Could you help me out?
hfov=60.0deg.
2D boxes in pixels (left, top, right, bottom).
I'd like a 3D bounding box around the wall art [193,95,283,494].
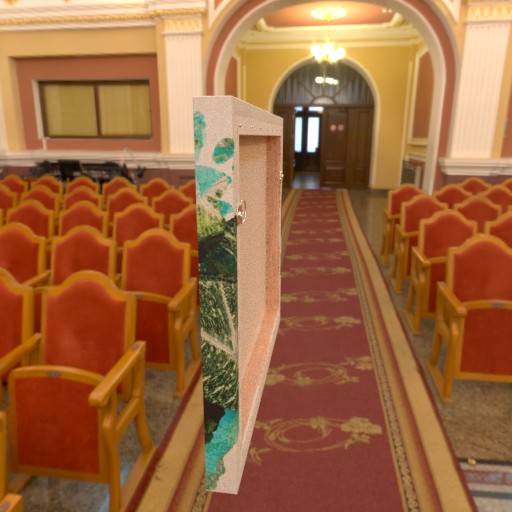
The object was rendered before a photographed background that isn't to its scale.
[{"bbox_3d":[0.000,0.000,0.700,0.041,0.435,0.507,2,15,8],"label":"wall art"}]
